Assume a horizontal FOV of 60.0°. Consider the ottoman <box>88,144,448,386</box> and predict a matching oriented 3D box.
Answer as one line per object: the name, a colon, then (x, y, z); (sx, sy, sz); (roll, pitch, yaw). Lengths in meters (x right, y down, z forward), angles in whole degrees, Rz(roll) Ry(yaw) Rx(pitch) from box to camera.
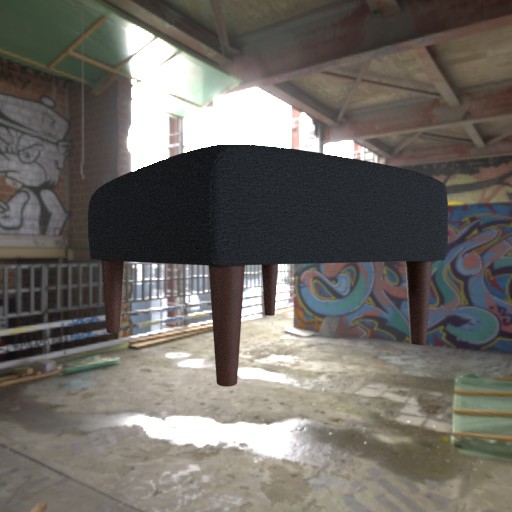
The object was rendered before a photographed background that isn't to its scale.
ottoman: (0.000, 0.000, 1.080); (0.649, 0.398, 0.650); (-1, 1, -36)
